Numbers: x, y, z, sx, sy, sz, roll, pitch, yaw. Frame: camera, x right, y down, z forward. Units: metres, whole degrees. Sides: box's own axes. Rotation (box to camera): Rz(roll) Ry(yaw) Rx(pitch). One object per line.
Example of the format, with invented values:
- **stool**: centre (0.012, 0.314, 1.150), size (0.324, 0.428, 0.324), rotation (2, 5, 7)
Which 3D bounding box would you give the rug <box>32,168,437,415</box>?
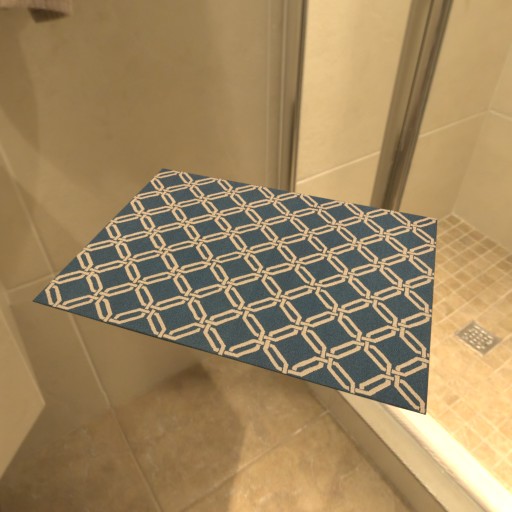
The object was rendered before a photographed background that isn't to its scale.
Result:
- **rug**: centre (0.000, 0.000, 4.364), size (3.342, 0.018, 2.432), rotation (13, 43, 14)
